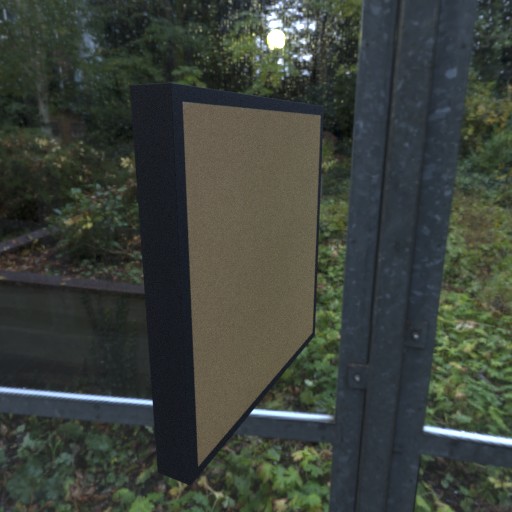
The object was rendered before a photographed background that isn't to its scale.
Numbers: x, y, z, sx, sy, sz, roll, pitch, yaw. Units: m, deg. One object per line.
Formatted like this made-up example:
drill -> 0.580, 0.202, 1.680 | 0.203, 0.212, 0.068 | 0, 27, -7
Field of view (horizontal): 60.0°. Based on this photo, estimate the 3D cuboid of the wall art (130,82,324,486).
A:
wall art -> 0.000, 0.000, 0.455 | 0.033, 0.304, 0.305 | 8, 17, 25
